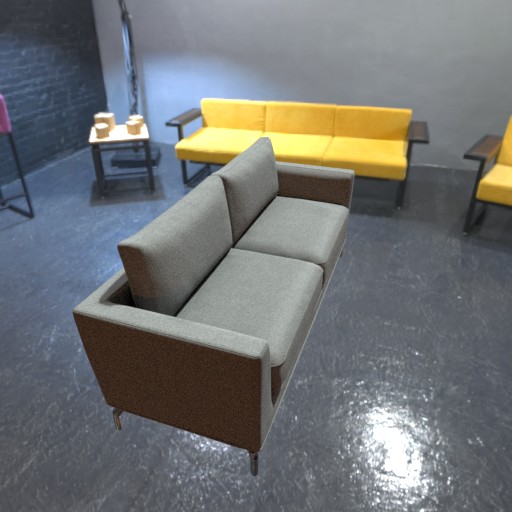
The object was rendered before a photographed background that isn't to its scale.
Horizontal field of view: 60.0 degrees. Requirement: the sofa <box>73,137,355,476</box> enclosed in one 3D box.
[{"bbox_3d":[0.000,0.000,2.750,0.869,1.002,2.212,10,32,17],"label":"sofa"}]
